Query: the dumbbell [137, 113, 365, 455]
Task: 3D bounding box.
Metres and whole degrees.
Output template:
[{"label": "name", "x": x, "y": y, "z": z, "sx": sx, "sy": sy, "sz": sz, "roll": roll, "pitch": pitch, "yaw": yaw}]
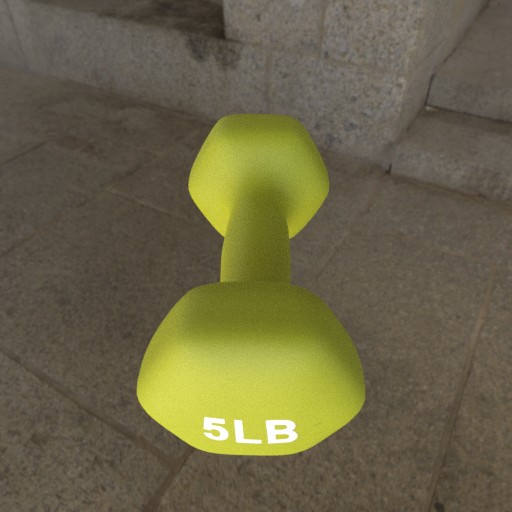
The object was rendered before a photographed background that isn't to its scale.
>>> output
[{"label": "dumbbell", "x": 0.000, "y": 0.000, "z": 0.203, "sx": 0.080, "sy": 0.072, "sz": 0.164, "roll": 1, "pitch": 42, "yaw": 2}]
